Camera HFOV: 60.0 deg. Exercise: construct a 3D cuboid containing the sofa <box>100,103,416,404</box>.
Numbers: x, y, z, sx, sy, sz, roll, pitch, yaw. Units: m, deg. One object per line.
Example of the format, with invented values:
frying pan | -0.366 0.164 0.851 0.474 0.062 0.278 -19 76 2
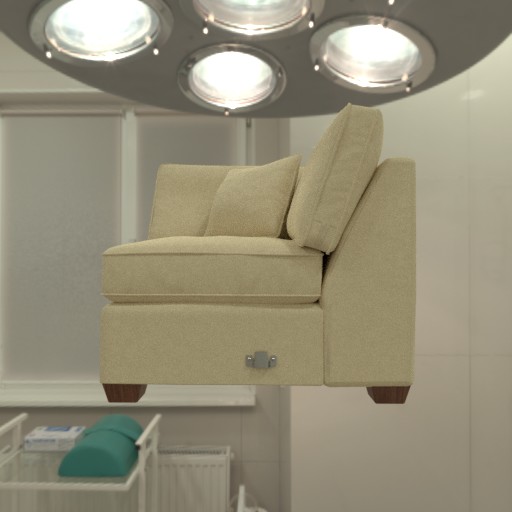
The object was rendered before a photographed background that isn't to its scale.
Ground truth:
sofa | 0.000 0.000 1.998 1.084 1.002 1.146 0 -1 0
